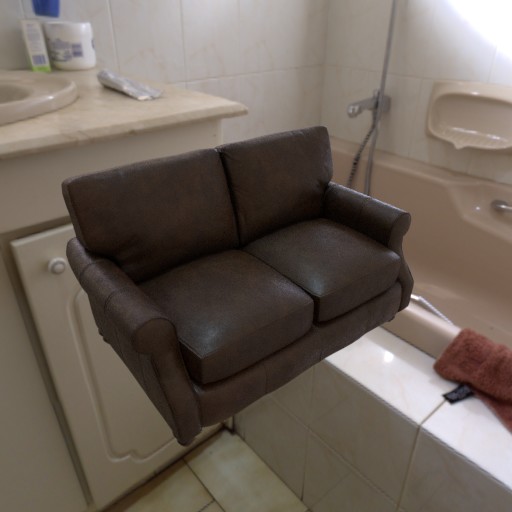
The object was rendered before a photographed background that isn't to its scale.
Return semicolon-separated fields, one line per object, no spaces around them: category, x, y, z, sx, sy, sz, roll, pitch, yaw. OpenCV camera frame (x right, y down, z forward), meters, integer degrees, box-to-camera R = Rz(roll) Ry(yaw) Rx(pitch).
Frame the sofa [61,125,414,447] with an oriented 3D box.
sofa;0.000;0.000;2.219;1.616;0.976;0.990;-21;36;-32
